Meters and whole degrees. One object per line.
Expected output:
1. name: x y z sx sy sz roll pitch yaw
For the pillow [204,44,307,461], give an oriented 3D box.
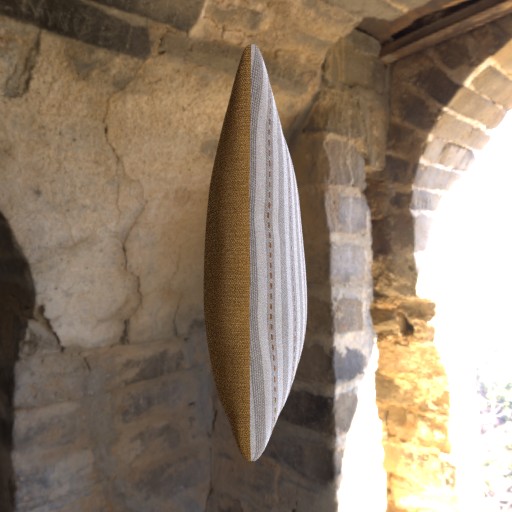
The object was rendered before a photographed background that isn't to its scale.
1. pillow: 0.000 0.000 0.664 0.147 0.437 0.432 0 -2 -1
